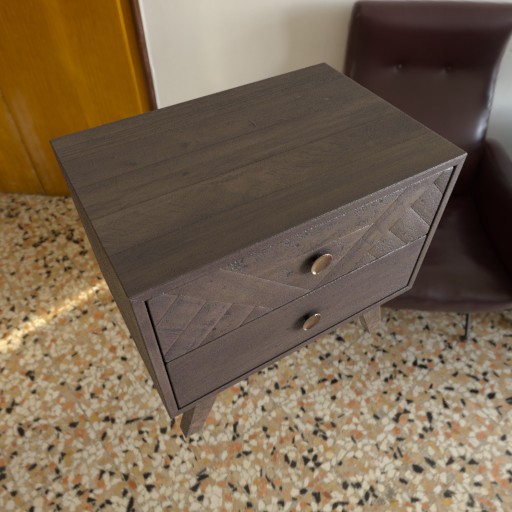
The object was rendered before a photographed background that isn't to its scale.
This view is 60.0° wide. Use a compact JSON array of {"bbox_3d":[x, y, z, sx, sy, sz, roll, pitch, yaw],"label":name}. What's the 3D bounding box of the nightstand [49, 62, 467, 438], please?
[{"bbox_3d":[0.000,0.000,1.045,0.650,0.599,0.450,-24,52,-20],"label":"nightstand"}]
